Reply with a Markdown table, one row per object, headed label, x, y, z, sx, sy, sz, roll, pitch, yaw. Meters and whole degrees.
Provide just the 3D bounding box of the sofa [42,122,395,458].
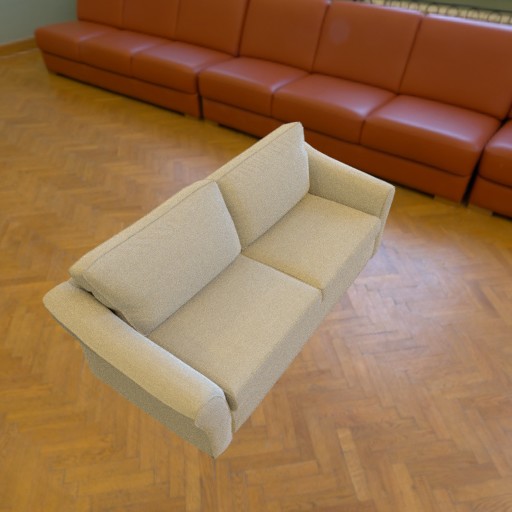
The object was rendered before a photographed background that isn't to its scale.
| label | x | y | z | sx | sy | sz | roll | pitch | yaw |
| --- | --- | --- | --- | --- | --- | --- | --- | --- | --- |
| sofa | 0.000 | 0.000 | 2.795 | 0.980 | 0.965 | 2.270 | 25 | 47 | 26 |
